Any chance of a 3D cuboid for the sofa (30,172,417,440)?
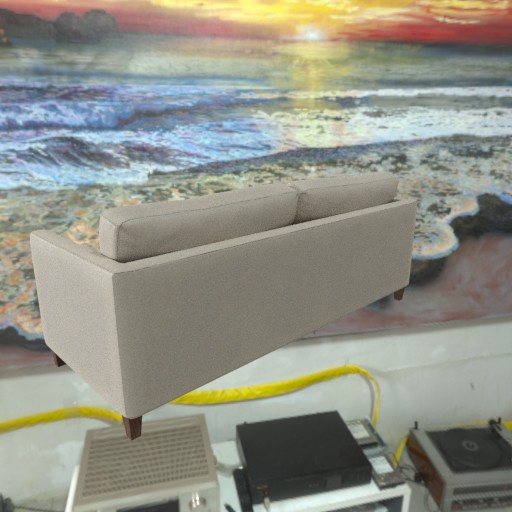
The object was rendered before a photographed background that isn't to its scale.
[{"bbox_3d":[0.000,0.000,2.788,2.361,0.968,0.951,-15,22,-42],"label":"sofa"}]
